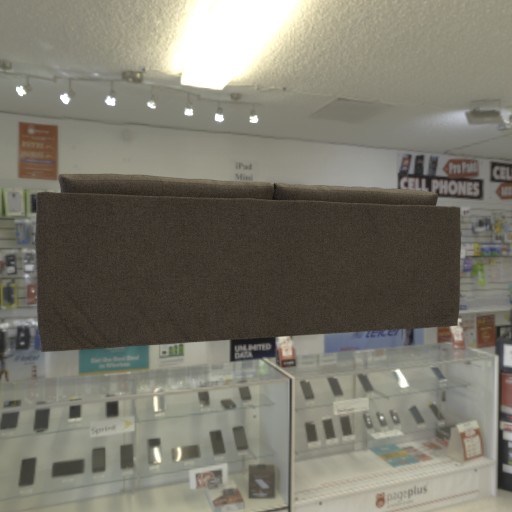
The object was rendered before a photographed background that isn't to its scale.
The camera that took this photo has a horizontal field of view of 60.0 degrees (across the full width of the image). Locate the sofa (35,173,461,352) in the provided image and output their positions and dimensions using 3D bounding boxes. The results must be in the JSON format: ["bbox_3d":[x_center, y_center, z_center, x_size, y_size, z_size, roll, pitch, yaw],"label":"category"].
[{"bbox_3d":[0.000,0.000,3.217,2.779,0.998,1.036,0,1,-17],"label":"sofa"}]
